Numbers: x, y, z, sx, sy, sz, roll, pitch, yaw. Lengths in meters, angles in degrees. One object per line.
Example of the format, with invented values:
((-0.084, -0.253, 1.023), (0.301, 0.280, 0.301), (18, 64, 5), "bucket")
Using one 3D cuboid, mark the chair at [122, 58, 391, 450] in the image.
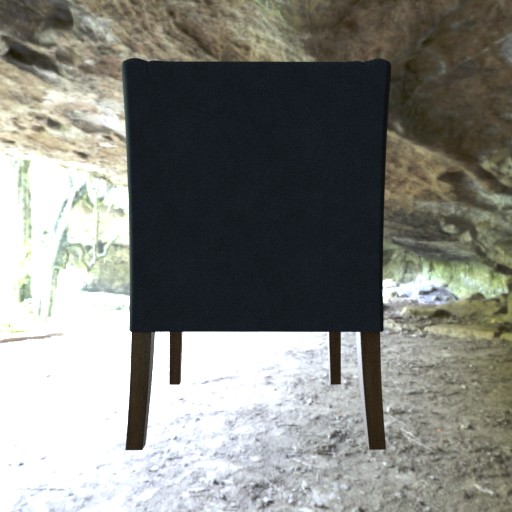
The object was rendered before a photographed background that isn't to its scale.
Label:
((0.000, 0.000, 1.295), (0.629, 0.895, 0.629), (0, 0, 0), "chair")
